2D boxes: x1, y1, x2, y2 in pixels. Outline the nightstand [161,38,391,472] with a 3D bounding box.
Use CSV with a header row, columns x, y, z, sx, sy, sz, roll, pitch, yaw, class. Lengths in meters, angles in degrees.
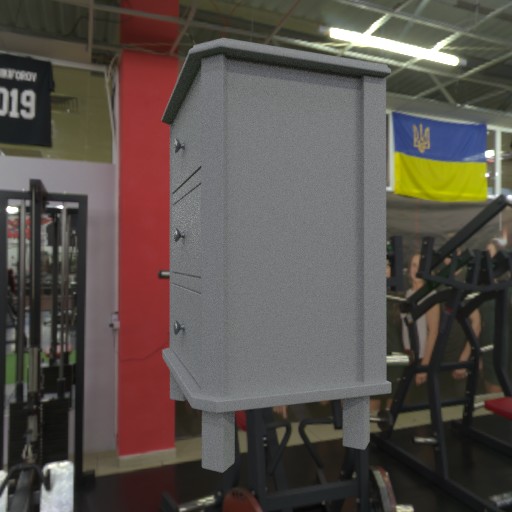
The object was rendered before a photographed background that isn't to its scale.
x,y,z,sx,sy,sz,roll,pitch,yaw,class
0.000,0.000,0.934,0.350,0.680,0.450,0,0,-19,nightstand
